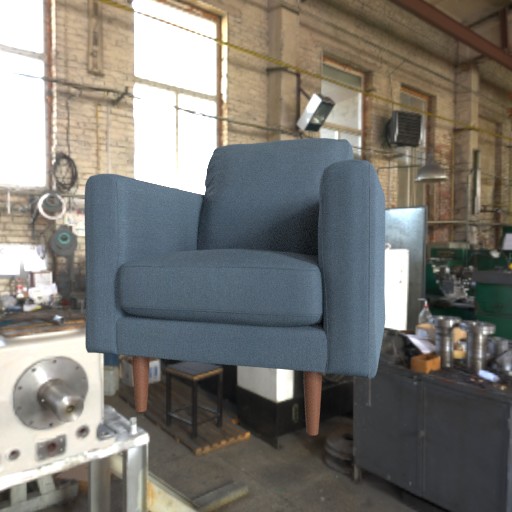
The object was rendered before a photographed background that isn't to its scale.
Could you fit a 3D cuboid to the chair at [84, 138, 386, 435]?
[{"bbox_3d":[0.000,0.000,1.550,0.855,0.922,0.820,1,2,18],"label":"chair"}]
